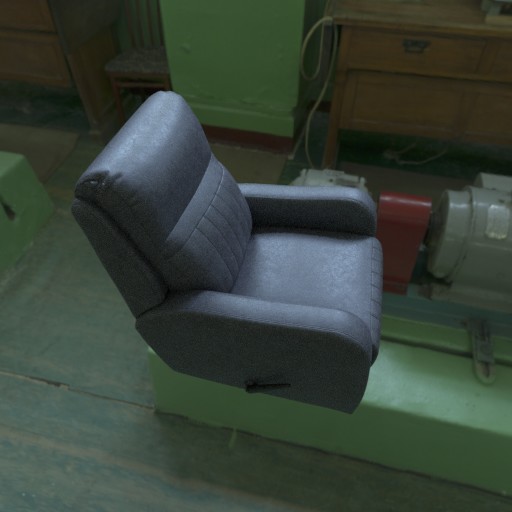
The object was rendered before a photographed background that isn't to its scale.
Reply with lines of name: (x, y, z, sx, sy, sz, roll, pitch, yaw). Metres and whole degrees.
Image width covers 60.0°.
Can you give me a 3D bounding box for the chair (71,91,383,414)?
chair: (0.000, 0.000, 1.816, 1.067, 1.067, 0.865, 9, 47, 9)
